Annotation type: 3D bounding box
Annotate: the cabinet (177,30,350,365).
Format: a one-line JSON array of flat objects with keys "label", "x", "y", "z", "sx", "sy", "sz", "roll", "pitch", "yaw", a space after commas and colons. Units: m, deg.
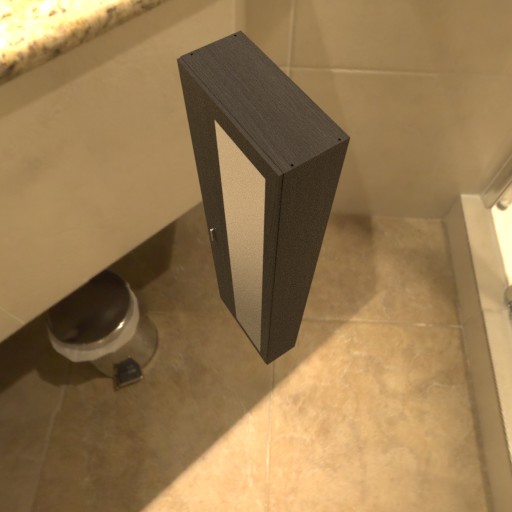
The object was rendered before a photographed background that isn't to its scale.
[{"label": "cabinet", "x": 0.000, "y": 0.000, "z": 1.961, "sx": 0.230, "sy": 1.790, "sz": 0.500, "roll": -31, "pitch": 66, "yaw": -15}]
